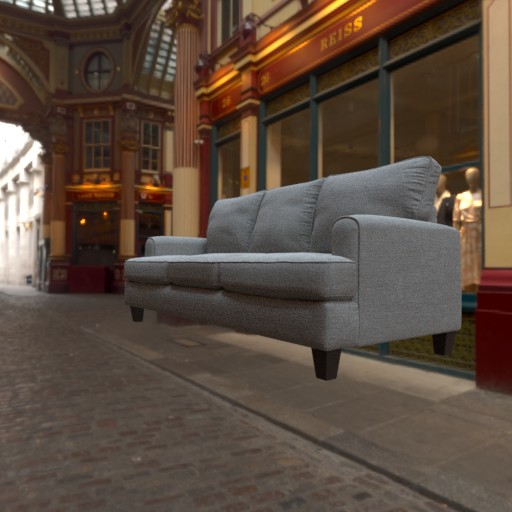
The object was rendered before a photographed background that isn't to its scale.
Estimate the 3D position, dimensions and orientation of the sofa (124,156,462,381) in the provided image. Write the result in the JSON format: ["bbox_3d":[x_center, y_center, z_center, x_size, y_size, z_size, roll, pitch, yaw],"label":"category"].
[{"bbox_3d":[0.000,0.000,2.733,0.951,0.965,2.158,0,-1,-36],"label":"sofa"}]
